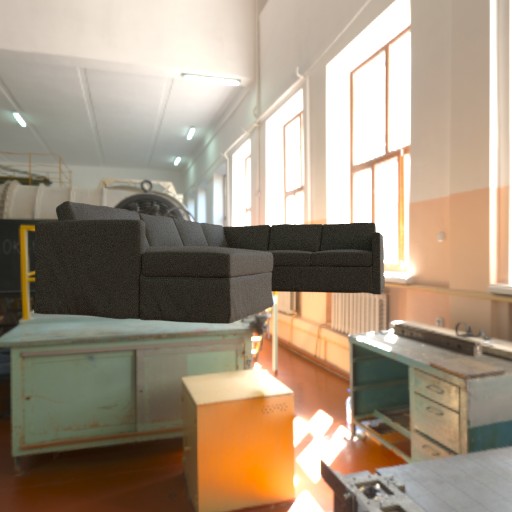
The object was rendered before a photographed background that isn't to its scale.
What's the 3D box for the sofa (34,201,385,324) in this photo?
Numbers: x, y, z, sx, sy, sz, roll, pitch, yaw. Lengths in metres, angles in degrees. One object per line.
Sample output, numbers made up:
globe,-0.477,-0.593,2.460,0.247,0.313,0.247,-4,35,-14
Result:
sofa,0.000,0.000,4.637,2.476,0.878,3.528,0,0,18
